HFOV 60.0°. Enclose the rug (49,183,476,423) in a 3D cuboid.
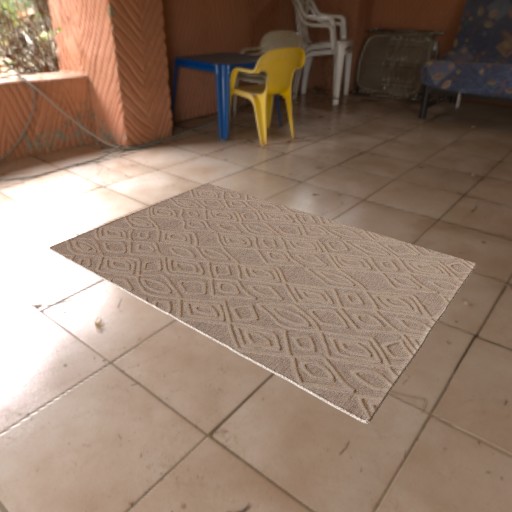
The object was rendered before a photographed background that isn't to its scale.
[{"bbox_3d":[0.000,0.000,2.266,1.832,0.016,1.224,21,36,32],"label":"rug"}]
